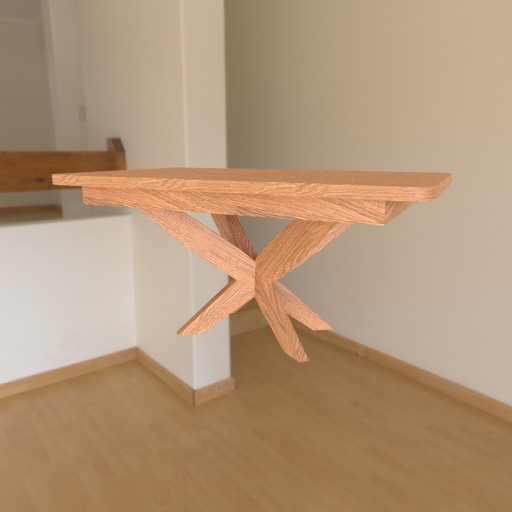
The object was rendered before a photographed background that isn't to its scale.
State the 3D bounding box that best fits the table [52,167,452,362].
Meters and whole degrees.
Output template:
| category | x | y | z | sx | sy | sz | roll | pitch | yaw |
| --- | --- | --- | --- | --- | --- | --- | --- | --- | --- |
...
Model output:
| category | x | y | z | sx | sy | sz | roll | pitch | yaw |
| --- | --- | --- | --- | --- | --- | --- | --- | --- | --- |
| table | 0.000 | 0.000 | 2.106 | 1.600 | 0.770 | 0.950 | 7 | 15 | 26 |
